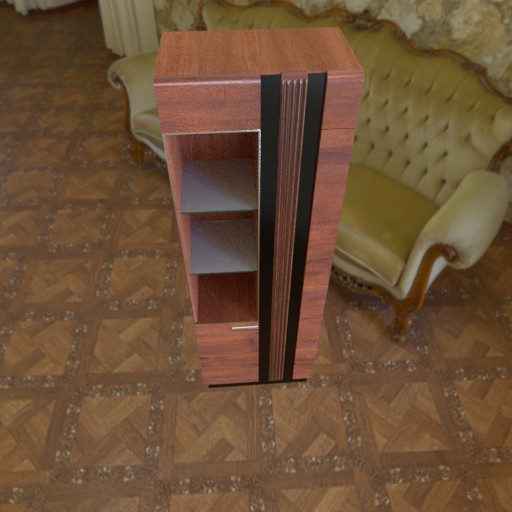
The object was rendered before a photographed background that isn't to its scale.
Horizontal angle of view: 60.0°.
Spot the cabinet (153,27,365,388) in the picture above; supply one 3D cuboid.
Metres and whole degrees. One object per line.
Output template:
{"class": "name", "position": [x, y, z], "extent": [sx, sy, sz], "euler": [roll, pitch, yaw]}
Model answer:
{"class": "cabinet", "position": [0.000, 0.000, 2.211], "extent": [0.660, 1.980, 0.420], "euler": [-3, 46, -3]}
